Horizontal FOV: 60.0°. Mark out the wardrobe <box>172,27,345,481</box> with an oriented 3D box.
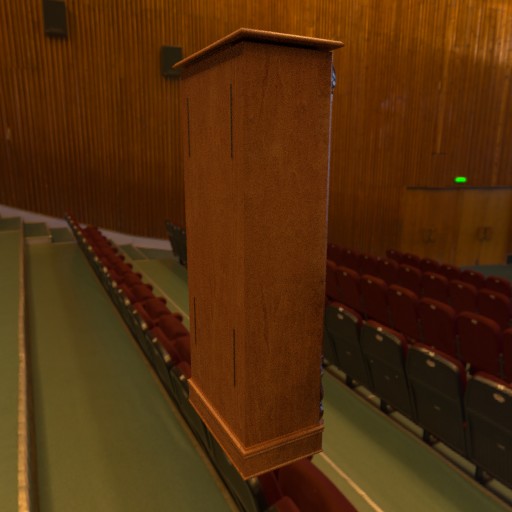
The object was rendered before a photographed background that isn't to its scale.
[{"bbox_3d":[0.000,0.000,1.139,0.273,0.959,0.406,-7,15,-27],"label":"wardrobe"}]
